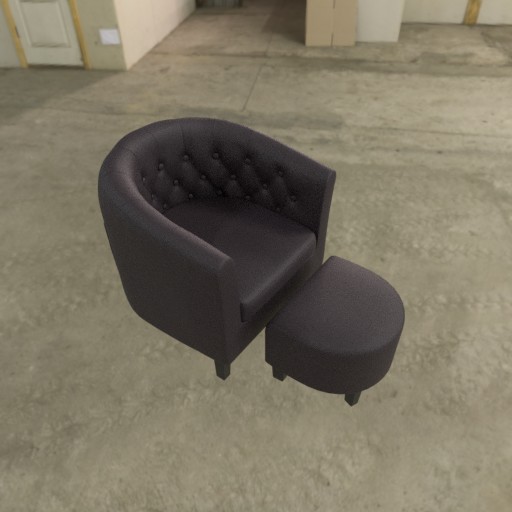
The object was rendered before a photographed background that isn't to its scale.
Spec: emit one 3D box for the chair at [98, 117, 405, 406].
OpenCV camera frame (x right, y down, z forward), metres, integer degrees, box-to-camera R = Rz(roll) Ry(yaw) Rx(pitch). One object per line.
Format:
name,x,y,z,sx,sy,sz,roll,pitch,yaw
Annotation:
chair,0.000,0.000,1.717,1.191,0.760,0.763,25,46,27
